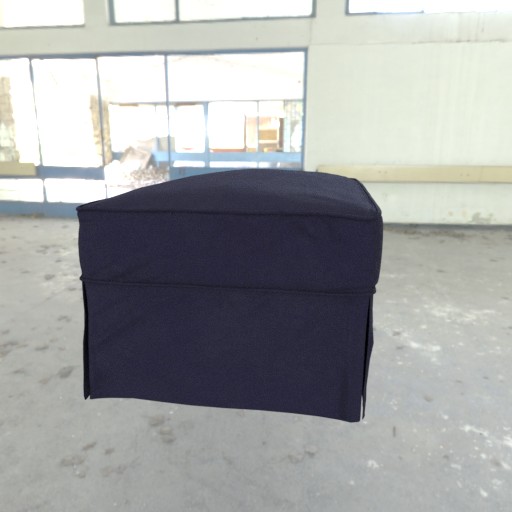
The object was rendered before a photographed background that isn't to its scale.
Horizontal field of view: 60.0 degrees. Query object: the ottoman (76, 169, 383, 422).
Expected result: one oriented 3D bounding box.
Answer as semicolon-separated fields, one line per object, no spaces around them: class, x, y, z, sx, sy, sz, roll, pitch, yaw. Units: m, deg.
ottoman;0.000;0.000;1.333;0.637;0.503;0.938;2;14;9
